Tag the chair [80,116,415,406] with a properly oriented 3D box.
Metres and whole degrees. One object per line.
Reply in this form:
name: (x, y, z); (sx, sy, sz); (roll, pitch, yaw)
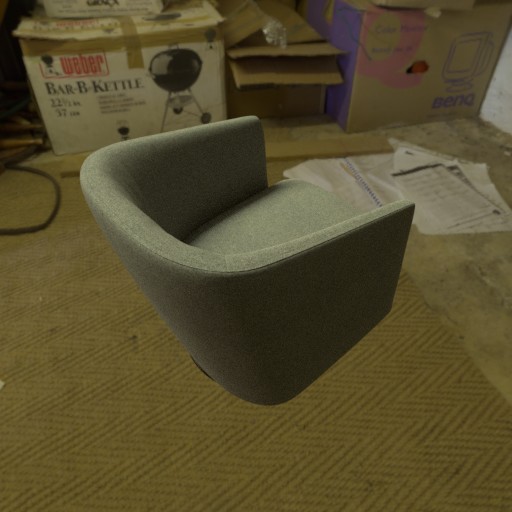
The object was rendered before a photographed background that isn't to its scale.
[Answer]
chair: (0.000, 0.000, 1.613); (0.986, 0.861, 0.822); (-28, 48, -28)
